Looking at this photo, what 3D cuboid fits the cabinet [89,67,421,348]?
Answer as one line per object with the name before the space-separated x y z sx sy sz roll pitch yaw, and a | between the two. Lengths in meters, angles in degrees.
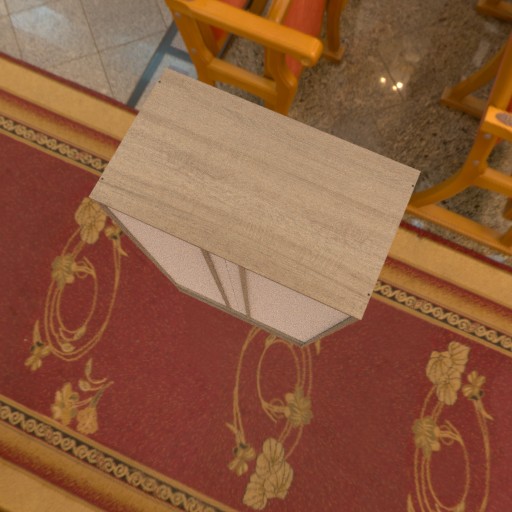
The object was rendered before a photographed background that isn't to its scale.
cabinet | 0.000 0.000 2.506 1.006 1.999 0.571 24 77 6
